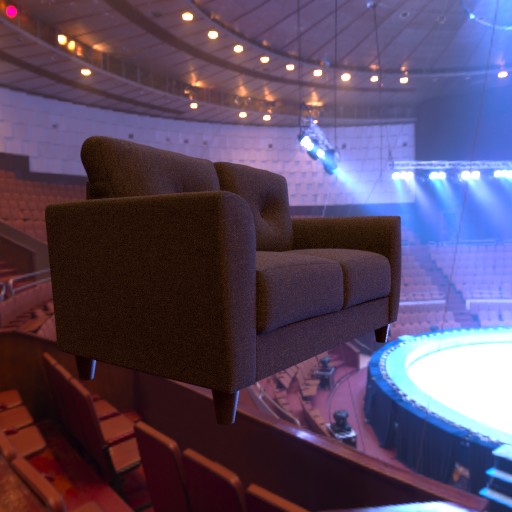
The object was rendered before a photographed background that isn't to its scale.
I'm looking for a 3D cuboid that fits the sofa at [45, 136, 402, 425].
[{"bbox_3d":[0.000,0.000,1.914,0.851,0.885,1.423,1,2,36],"label":"sofa"}]
